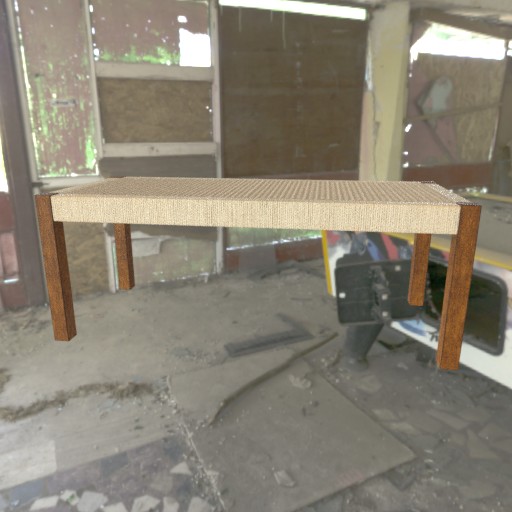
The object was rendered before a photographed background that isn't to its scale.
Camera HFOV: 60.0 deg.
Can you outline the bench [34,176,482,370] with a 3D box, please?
[{"bbox_3d":[0.000,0.000,1.477,1.198,0.457,0.507,2,16,8],"label":"bench"}]
